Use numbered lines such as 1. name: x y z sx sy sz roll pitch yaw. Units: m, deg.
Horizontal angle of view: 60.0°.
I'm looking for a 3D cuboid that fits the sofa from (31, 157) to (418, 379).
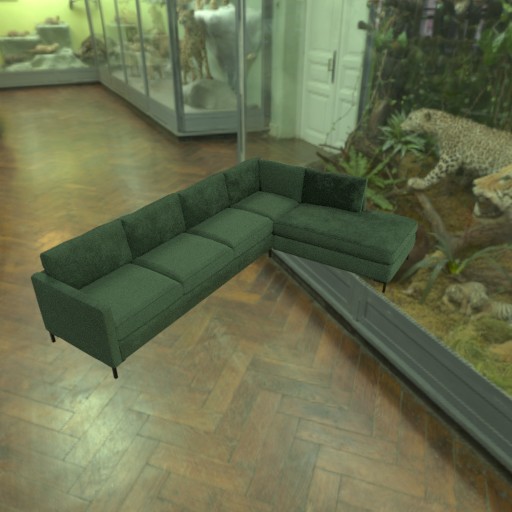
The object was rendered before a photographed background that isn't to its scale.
1. sofa: 0.000 0.000 3.253 1.707 0.687 2.486 18 34 28
